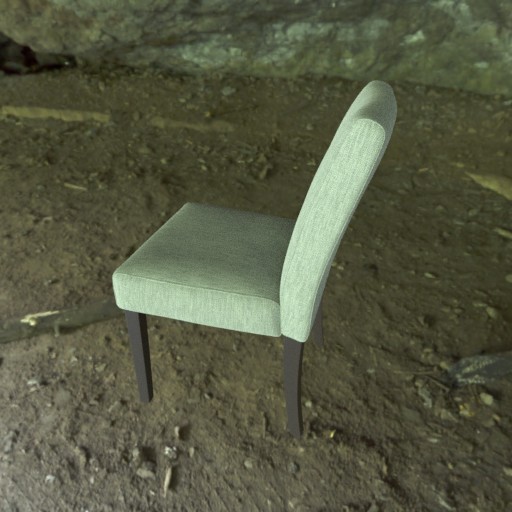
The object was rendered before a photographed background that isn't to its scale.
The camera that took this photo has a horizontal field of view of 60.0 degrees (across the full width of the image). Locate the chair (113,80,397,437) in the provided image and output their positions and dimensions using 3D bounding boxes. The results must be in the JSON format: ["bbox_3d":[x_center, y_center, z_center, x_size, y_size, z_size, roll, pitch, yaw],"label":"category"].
[{"bbox_3d":[0.000,0.000,1.233,0.629,0.884,0.487,8,31,14],"label":"chair"}]
